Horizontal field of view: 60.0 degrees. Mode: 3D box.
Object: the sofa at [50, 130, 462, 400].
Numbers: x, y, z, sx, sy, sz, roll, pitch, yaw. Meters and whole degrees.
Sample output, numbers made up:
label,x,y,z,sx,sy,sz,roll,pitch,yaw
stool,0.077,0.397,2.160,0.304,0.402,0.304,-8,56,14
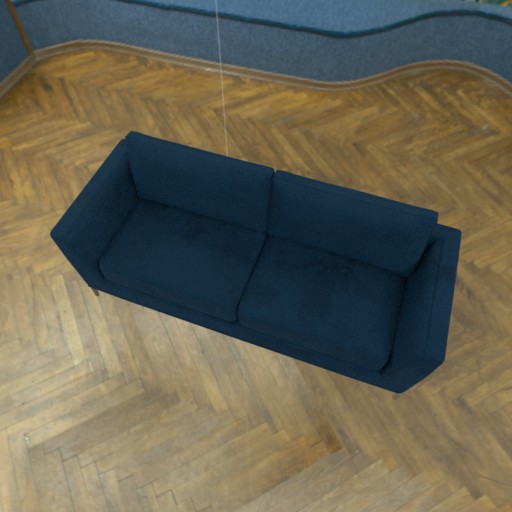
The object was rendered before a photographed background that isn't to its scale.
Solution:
label,x,y,z,sx,sy,sz,roll,pitch,yaw
sofa,0.000,0.000,2.724,2.212,0.998,0.853,17,59,11
